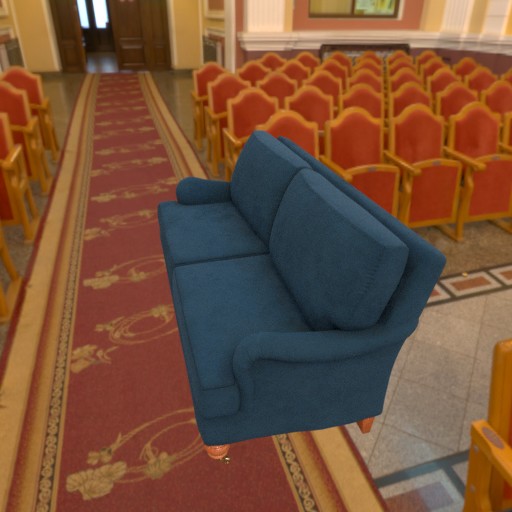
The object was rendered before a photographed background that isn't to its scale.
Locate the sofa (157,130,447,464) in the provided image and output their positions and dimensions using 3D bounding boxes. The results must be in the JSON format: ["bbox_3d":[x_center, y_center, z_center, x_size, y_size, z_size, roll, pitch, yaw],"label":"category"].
[{"bbox_3d":[0.000,0.000,2.770,1.084,1.101,2.141,-8,30,-14],"label":"sofa"}]
